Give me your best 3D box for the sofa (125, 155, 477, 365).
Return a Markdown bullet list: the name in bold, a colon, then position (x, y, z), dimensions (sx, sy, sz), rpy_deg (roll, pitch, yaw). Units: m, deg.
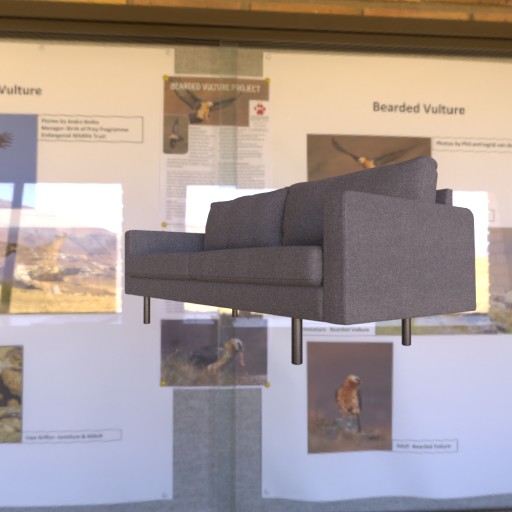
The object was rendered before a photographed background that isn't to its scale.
- **sofa**: position (0.000, 0.000, 2.542), dimensions (0.880, 0.880, 2.100), rpy_deg (1, -2, -36)
